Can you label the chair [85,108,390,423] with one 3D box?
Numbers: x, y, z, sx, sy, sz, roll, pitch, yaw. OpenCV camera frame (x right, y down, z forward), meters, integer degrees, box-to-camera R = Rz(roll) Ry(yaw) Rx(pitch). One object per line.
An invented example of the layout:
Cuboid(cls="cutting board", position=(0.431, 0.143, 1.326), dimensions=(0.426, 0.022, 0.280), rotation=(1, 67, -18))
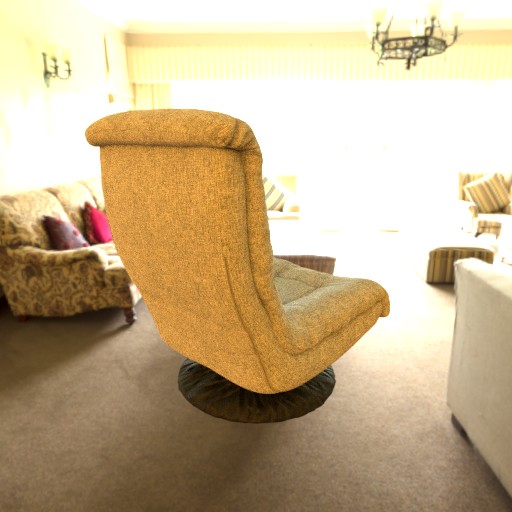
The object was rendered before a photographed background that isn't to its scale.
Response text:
Cuboid(cls="chair", position=(0.000, 0.000, 0.980), dimensions=(0.400, 0.600, 0.583), rotation=(14, 21, 42))
